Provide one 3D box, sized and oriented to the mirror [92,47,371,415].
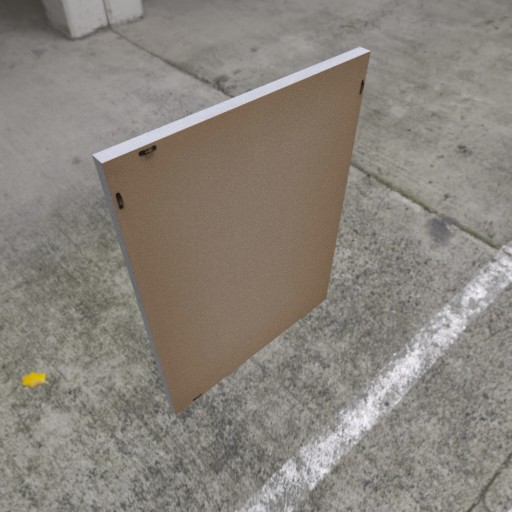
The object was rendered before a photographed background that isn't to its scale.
[{"bbox_3d":[0.000,0.000,1.334,0.762,1.016,0.041,-33,54,-28],"label":"mirror"}]
